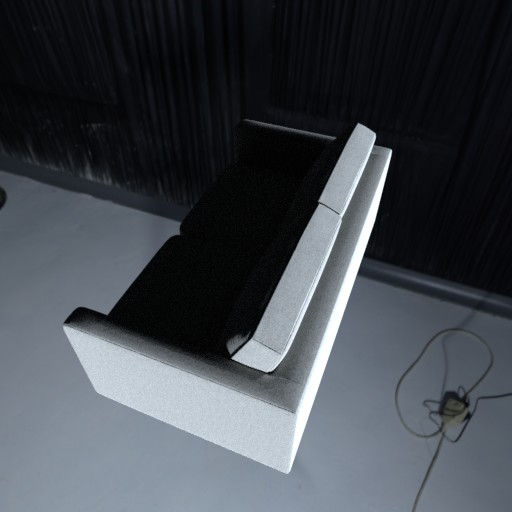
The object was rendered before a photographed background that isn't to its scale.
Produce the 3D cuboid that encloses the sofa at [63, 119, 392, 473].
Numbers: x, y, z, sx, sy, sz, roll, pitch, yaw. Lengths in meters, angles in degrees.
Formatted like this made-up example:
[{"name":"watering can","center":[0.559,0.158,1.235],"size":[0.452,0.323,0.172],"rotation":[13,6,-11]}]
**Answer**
[{"name":"sofa","center":[0.000,0.000,2.318],"size":[1.000,0.900,1.731],"rotation":[16,48,15]}]
